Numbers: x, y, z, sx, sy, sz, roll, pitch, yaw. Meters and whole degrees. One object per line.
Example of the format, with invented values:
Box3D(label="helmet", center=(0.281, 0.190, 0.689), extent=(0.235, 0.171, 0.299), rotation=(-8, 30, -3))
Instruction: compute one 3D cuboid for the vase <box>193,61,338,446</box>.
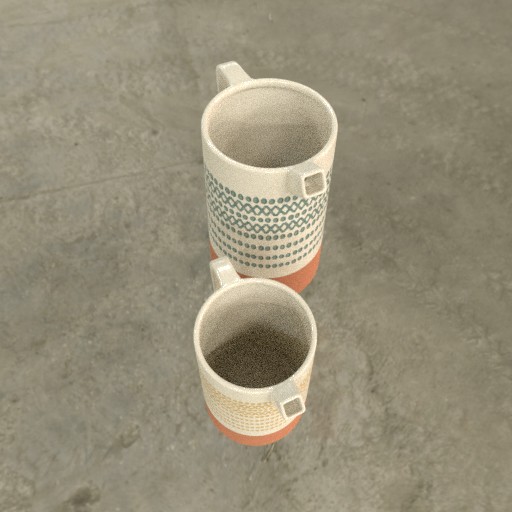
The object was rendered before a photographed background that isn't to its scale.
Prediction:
Box3D(label="vase", center=(0.000, 0.000, 0.458), extent=(0.168, 0.247, 0.326), rotation=(13, 59, 8))
